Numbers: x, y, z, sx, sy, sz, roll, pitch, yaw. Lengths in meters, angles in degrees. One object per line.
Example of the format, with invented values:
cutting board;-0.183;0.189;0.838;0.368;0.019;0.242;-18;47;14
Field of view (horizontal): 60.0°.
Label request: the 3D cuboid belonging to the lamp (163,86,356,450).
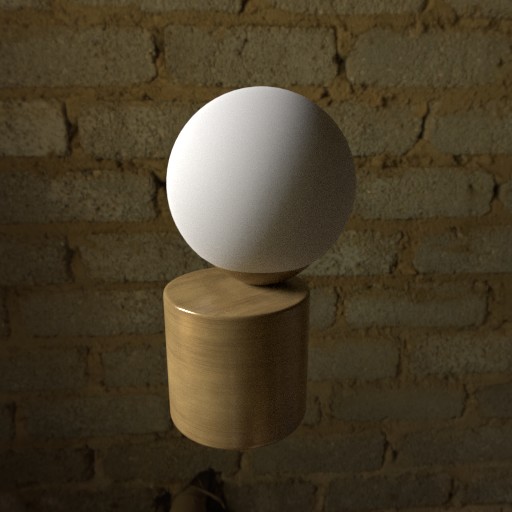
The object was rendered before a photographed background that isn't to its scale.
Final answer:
lamp;0.000;0.000;0.349;0.152;0.250;0.141;-14;21;-40
